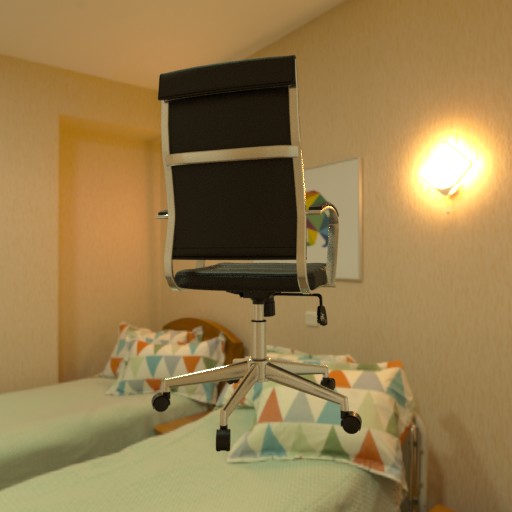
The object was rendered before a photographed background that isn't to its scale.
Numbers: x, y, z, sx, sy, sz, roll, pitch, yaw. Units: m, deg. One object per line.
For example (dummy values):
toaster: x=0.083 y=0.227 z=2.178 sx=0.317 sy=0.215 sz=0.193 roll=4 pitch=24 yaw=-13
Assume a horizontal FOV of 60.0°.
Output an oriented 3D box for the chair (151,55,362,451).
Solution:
chair: x=0.000 y=0.000 z=1.626 sx=0.766 sy=1.149 sz=0.739 roll=0 pitch=0 yaw=18
